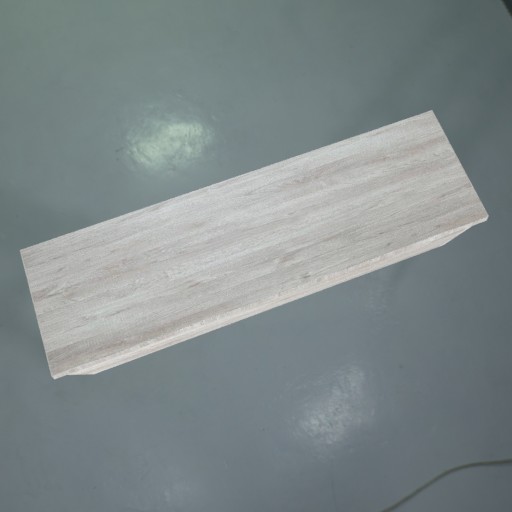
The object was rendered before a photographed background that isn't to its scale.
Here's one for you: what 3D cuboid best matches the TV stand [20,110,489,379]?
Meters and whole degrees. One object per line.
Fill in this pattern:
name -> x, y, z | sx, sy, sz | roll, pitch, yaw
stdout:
TV stand -> 0.000, 0.000, 1.562 | 1.313, 0.565, 0.401 | -20, 77, -5
